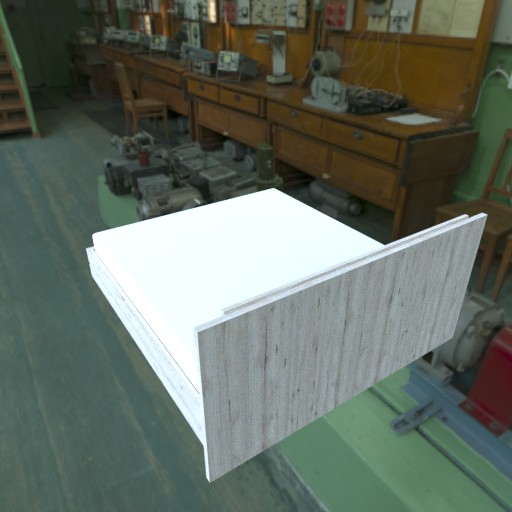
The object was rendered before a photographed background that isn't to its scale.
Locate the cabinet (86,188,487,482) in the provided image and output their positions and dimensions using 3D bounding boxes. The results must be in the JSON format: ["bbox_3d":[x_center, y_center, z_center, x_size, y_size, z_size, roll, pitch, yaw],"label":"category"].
[{"bbox_3d":[0.000,0.000,3.169,1.950,0.970,2.080,-19,35,-29],"label":"cabinet"}]
